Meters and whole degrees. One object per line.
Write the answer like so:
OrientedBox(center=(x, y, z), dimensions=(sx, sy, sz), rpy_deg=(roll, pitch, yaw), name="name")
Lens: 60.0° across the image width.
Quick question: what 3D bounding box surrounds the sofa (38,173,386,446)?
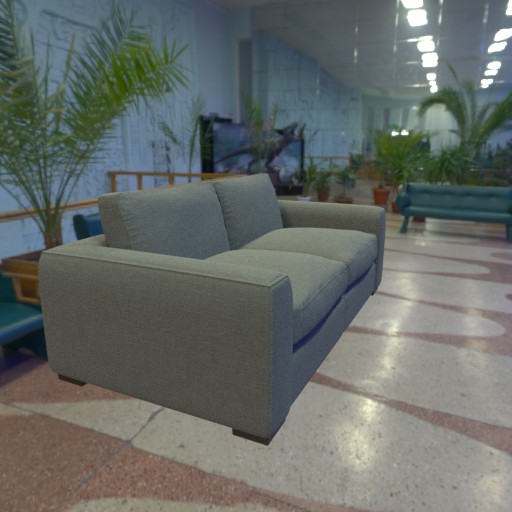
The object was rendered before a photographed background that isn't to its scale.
OrientedBox(center=(0.000, 0.000, 2.411), dimensions=(1.069, 0.800, 1.920), rpy_deg=(7, 16, 25), name="sofa")
